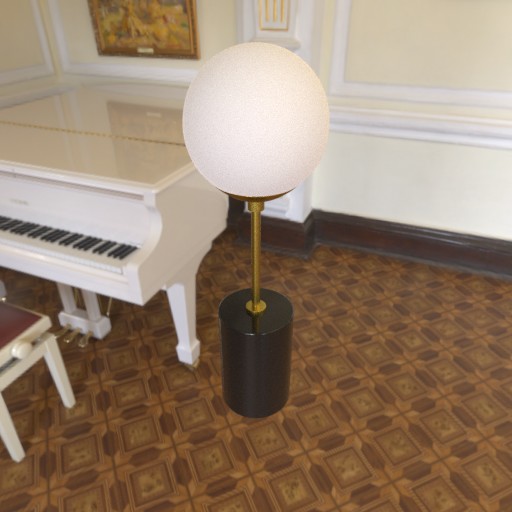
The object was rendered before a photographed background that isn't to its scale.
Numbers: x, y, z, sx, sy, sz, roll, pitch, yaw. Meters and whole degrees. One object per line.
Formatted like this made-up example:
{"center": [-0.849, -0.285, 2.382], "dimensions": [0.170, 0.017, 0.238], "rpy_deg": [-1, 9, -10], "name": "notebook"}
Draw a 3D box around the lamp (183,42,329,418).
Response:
{"center": [0.000, 0.000, 0.551], "dimensions": [0.153, 0.480, 0.153], "rpy_deg": [0, 31, 0], "name": "lamp"}
